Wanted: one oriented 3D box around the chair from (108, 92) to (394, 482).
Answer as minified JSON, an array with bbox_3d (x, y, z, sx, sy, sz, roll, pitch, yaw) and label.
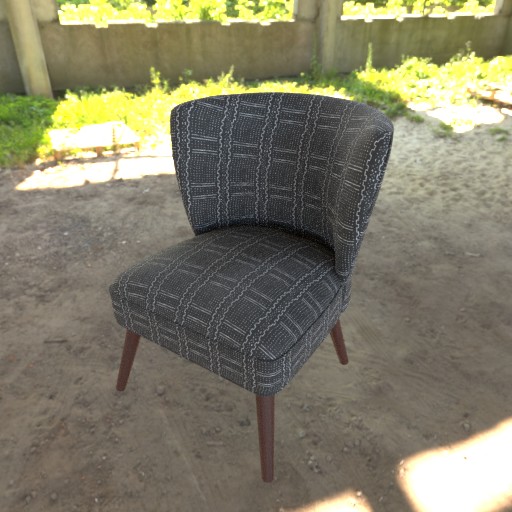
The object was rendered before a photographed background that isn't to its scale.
[{"bbox_3d":[0.000,0.000,1.382,0.710,0.866,0.758,18,34,29],"label":"chair"}]
